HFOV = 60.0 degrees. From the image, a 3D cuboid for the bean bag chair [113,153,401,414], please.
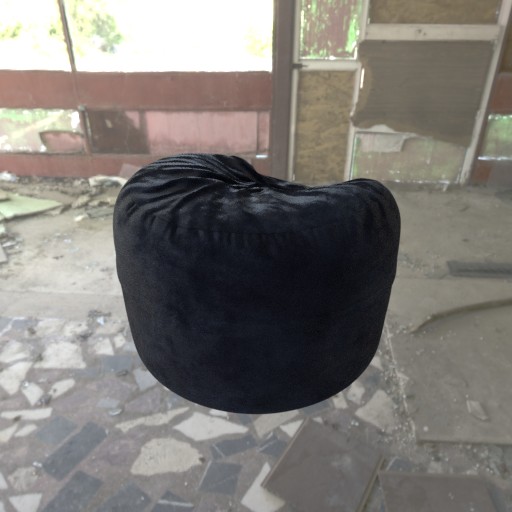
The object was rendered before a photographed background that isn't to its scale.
[{"bbox_3d":[0.000,0.000,1.519,0.918,0.616,0.918,0,30,0],"label":"bean bag chair"}]
